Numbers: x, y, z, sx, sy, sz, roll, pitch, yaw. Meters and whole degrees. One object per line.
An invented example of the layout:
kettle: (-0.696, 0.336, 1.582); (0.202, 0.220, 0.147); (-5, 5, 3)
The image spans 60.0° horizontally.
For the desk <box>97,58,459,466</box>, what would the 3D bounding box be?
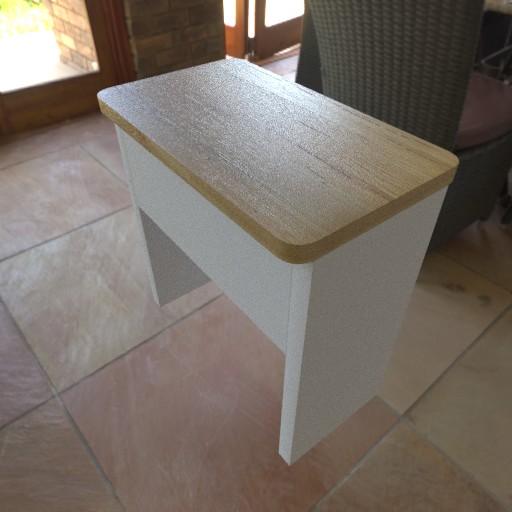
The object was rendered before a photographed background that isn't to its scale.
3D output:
desk: (0.000, 0.000, 1.235); (0.440, 0.790, 0.760); (-27, 49, -27)
